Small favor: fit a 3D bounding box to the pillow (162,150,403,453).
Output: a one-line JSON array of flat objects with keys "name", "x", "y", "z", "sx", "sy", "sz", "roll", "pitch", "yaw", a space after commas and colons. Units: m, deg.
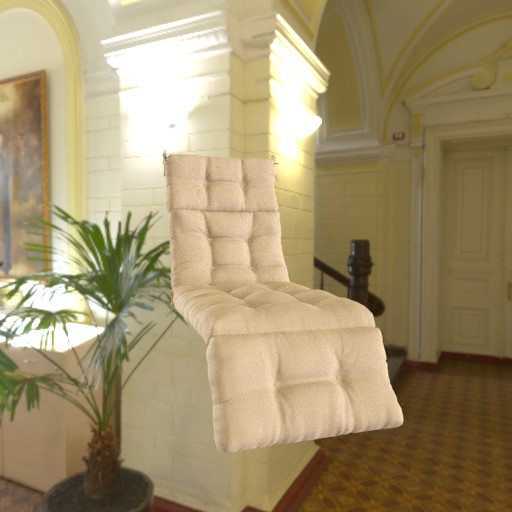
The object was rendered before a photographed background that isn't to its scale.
[{"name": "pillow", "x": 0.000, "y": 0.000, "z": 1.502, "sx": 0.526, "sy": 0.863, "sz": 1.016, "roll": -1, "pitch": 2, "yaw": -18}]
